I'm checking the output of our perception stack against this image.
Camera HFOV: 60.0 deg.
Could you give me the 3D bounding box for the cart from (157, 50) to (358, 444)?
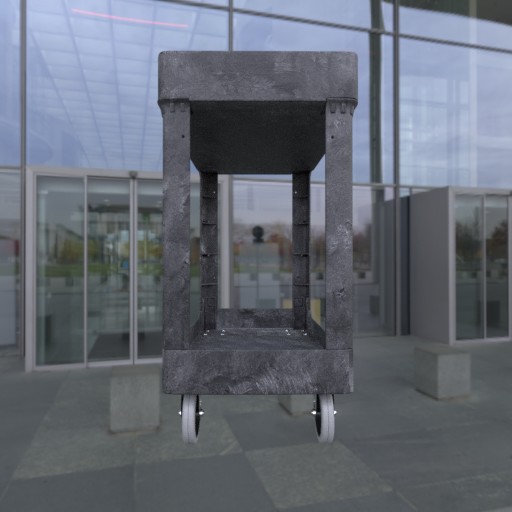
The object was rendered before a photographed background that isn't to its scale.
[{"bbox_3d":[0.000,0.000,1.329,0.420,0.824,0.877,0,0,-1],"label":"cart"}]
